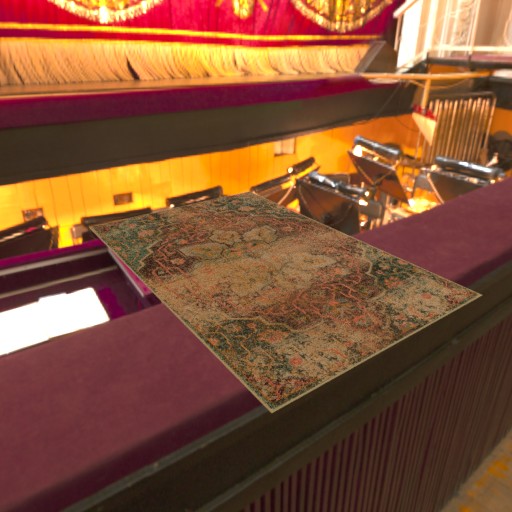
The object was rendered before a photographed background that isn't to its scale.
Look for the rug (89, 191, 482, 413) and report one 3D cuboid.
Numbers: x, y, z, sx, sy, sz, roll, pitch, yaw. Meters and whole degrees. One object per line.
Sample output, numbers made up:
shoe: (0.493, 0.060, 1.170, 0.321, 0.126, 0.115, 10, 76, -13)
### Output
rug: (0.000, 0.000, 2.996, 1.566, 0.004, 2.363, -17, 31, -31)
